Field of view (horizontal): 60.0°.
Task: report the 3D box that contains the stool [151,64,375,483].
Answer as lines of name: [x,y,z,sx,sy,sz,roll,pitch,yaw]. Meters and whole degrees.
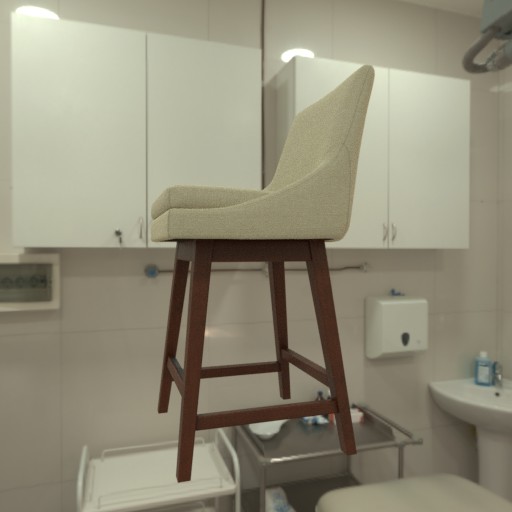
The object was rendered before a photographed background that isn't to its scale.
stool: [0.000,0.000,1.271,0.559,0.991,0.469,0,1,-18]
